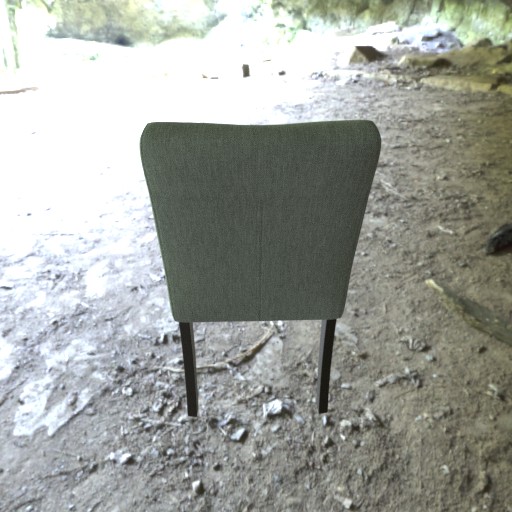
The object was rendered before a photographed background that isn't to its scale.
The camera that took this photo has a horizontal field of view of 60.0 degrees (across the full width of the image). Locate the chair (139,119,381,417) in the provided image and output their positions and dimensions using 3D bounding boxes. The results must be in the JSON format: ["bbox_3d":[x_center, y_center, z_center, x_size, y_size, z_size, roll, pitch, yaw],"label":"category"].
[{"bbox_3d":[0.000,0.000,1.267,0.487,0.884,0.629,-1,30,-2],"label":"chair"}]
